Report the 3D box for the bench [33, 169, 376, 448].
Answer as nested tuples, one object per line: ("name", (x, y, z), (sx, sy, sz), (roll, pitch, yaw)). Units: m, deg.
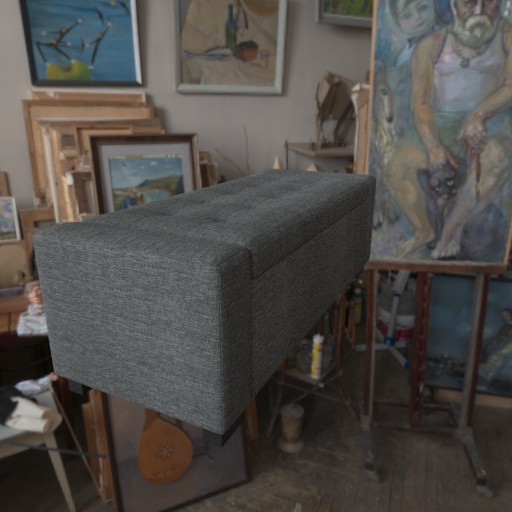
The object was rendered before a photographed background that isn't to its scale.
("bench", (0.000, 0.000, 1.512), (0.508, 0.445, 1.296), (9, 20, 25))
